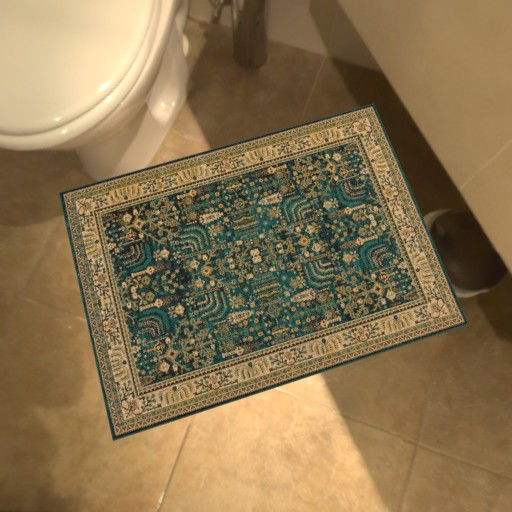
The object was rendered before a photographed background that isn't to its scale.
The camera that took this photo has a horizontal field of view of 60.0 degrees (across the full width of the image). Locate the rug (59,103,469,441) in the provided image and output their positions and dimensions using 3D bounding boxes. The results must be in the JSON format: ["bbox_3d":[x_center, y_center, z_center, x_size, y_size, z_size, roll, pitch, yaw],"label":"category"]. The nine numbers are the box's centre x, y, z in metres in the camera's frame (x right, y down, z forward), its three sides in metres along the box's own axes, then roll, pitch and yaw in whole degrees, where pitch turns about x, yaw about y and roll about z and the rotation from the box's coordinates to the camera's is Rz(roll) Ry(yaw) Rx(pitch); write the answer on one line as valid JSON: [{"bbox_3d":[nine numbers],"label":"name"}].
[{"bbox_3d":[0.000,0.000,2.802,2.213,0.013,1.594,-17,76,-4],"label":"rug"}]
